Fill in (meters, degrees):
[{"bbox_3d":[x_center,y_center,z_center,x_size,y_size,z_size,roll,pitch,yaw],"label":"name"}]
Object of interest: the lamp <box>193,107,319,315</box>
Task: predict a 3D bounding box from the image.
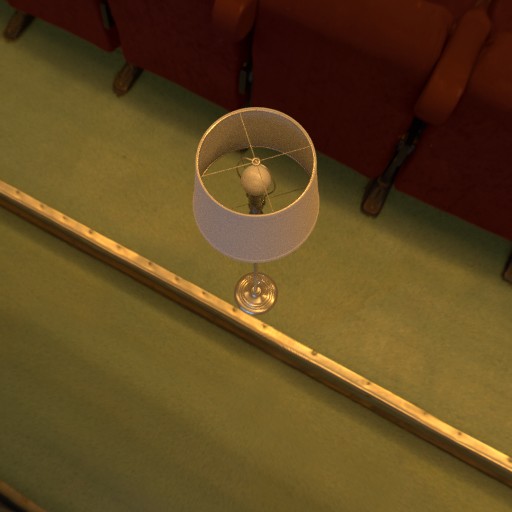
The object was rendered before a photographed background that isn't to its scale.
[{"bbox_3d":[0.000,0.000,1.653,0.327,1.506,0.327,27,76,7],"label":"lamp"}]
